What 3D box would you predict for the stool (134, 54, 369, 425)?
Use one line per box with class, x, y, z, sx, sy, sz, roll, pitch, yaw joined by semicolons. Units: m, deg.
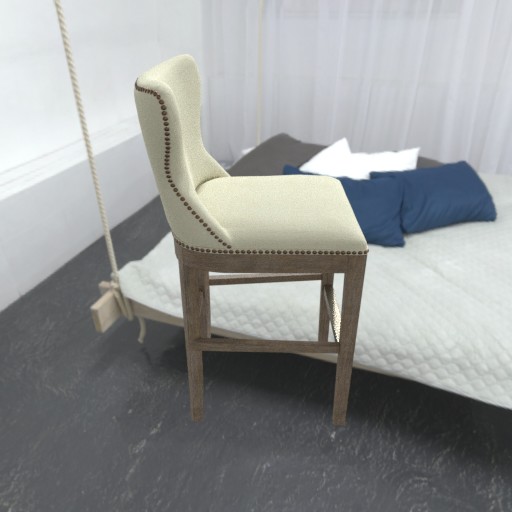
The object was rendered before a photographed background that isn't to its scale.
stool;0.000;0.000;1.408;0.606;1.123;0.494;0;32;-1
